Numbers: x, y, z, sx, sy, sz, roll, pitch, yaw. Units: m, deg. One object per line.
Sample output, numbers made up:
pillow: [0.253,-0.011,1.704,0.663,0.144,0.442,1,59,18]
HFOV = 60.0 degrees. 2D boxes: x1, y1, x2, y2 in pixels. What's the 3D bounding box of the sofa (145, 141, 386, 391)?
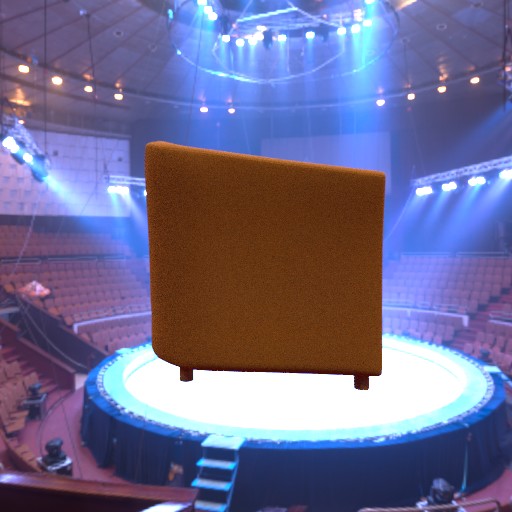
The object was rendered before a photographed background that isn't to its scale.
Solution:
sofa: [0.000,0.000,1.875,0.705,0.721,1.452,0,0,0]
